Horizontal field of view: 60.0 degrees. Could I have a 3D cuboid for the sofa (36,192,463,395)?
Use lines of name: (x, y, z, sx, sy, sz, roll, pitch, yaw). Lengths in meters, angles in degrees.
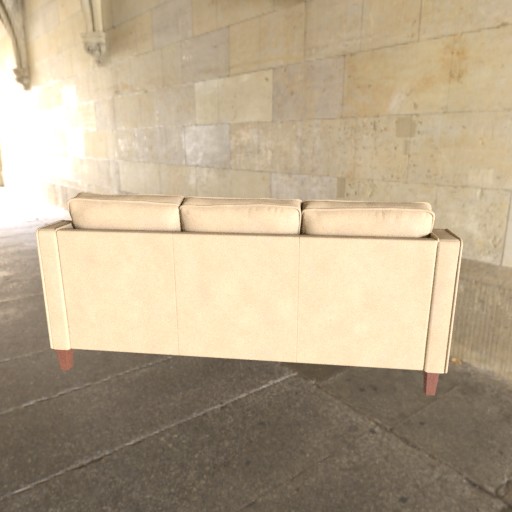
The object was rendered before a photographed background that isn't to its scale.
sofa: (0.000, 0.000, 3.309, 2.317, 1.066, 1.858, 2, 14, 7)
